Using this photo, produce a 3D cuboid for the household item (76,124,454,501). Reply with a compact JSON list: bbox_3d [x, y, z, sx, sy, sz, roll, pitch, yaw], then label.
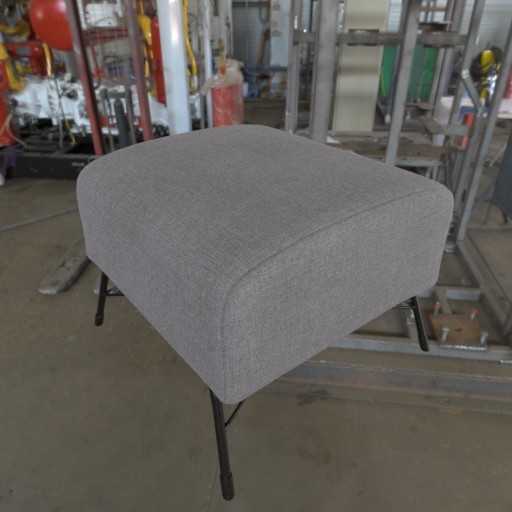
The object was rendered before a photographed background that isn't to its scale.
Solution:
[{"bbox_3d":[0.000,0.000,0.872,0.530,0.410,0.530,-22,37,-32],"label":"household item"}]
